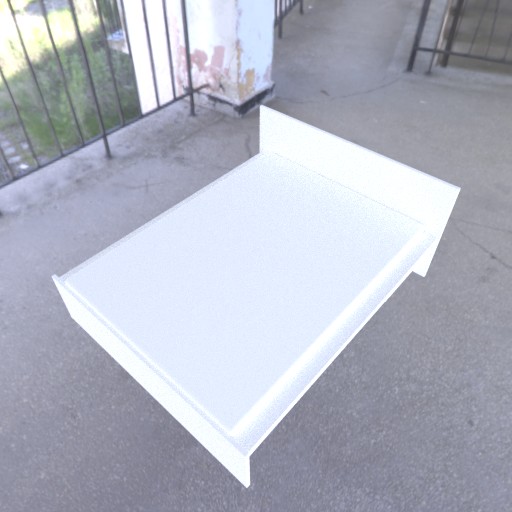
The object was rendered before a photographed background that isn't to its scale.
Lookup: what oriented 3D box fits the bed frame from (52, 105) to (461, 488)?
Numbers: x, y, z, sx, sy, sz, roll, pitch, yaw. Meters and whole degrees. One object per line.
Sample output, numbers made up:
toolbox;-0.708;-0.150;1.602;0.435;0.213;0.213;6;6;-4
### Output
bed frame;0.000;0.000;2.871;1.622;0.800;1.960;32;54;28
